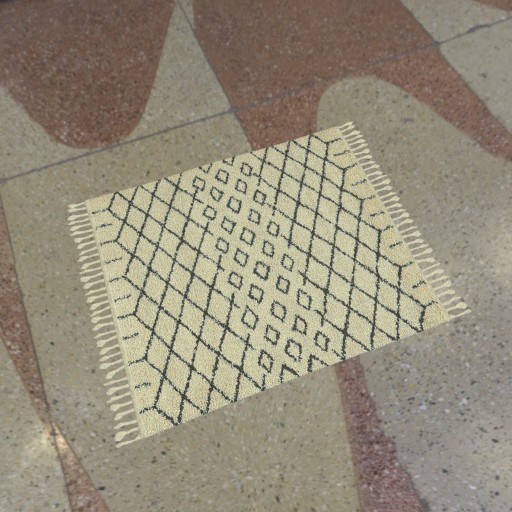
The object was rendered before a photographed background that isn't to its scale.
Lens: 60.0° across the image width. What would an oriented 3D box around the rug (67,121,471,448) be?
[{"bbox_3d":[0.000,0.000,4.191,3.213,0.030,2.388,-19,65,-9],"label":"rug"}]
